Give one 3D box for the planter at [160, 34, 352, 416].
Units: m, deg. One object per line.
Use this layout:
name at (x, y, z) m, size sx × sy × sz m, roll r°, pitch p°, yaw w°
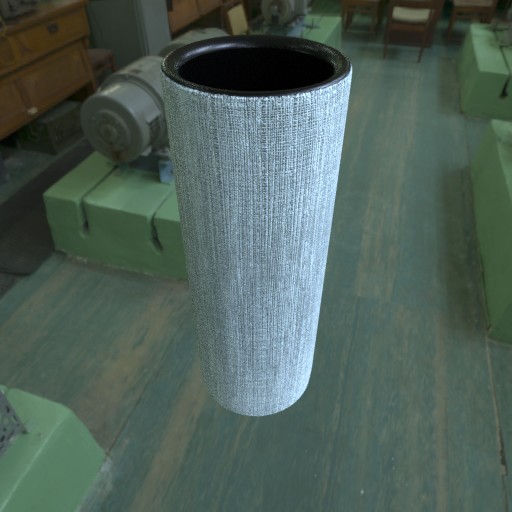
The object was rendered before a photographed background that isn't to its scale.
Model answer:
planter at (0.000, 0.000, 0.319) m, size 0.100 × 0.270 × 0.100 m, roll 10°, pitch 42°, yaw 12°
